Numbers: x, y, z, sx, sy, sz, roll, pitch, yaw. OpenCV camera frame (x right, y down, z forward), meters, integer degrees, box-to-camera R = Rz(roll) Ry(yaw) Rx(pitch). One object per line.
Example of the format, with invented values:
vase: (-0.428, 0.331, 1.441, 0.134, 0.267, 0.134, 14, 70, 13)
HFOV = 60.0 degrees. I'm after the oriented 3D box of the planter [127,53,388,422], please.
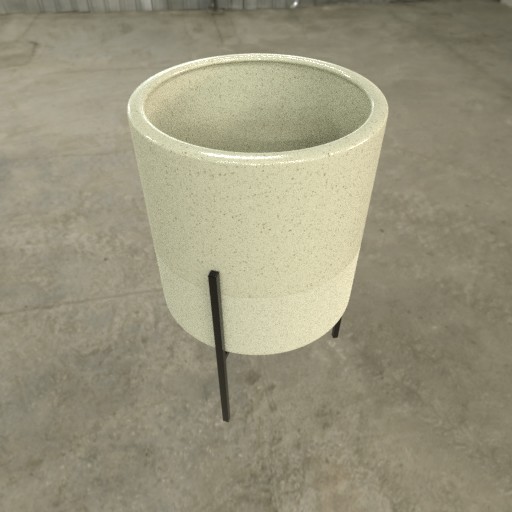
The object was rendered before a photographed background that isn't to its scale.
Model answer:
planter: (0.000, 0.000, 0.532, 0.234, 0.390, 0.243, 13, 44, 14)
